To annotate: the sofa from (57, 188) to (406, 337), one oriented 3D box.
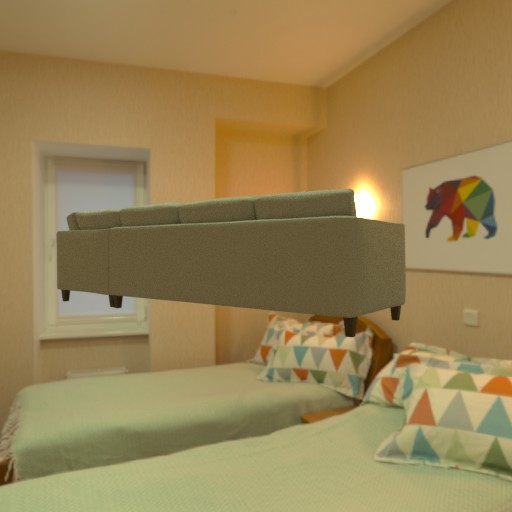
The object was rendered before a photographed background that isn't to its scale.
[{"bbox_3d":[0.000,0.000,4.565,3.333,0.934,2.522,0,1,36],"label":"sofa"}]
